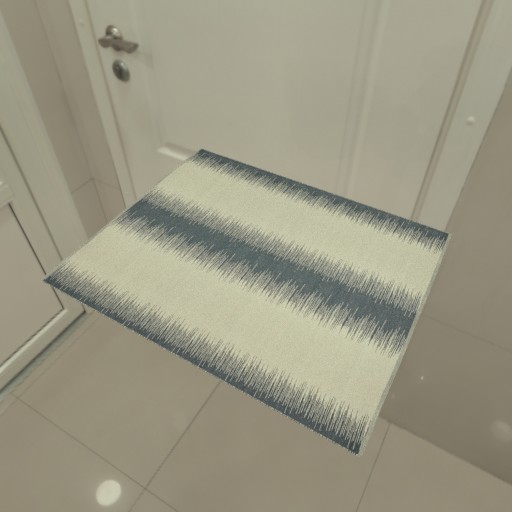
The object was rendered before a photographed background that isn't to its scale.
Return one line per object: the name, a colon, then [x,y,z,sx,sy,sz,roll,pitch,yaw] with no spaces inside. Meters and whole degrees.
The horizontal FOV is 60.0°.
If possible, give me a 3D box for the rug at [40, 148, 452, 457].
rug: [0.000,0.000,4.143,3.037,0.004,2.453,23,51,20]
